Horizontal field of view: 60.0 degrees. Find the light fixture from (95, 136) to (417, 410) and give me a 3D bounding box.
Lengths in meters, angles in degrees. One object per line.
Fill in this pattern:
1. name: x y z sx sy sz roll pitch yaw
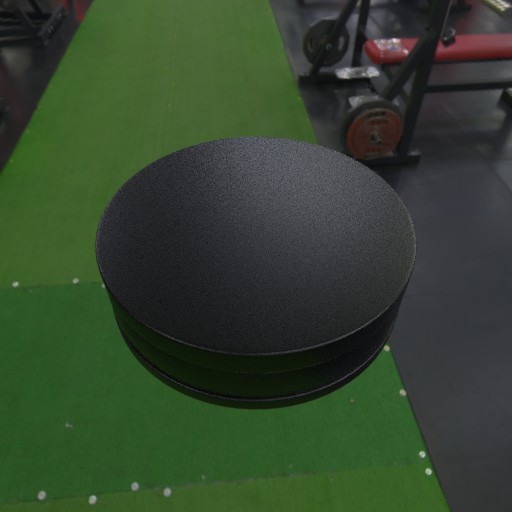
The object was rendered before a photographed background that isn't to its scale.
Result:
1. light fixture: 0.000 0.000 0.432 0.283 0.097 0.283 0 46 0
